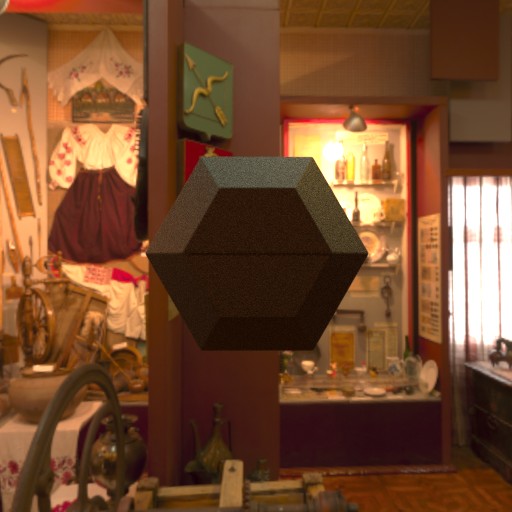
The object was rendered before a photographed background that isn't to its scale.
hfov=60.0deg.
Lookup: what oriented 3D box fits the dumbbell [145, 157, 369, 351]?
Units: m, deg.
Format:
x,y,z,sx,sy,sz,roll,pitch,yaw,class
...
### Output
x,y,z,sx,sy,sz,roll,pitch,yaw,class
0.000,0.000,0.432,0.141,0.123,0.356,0,-1,0,dumbbell
